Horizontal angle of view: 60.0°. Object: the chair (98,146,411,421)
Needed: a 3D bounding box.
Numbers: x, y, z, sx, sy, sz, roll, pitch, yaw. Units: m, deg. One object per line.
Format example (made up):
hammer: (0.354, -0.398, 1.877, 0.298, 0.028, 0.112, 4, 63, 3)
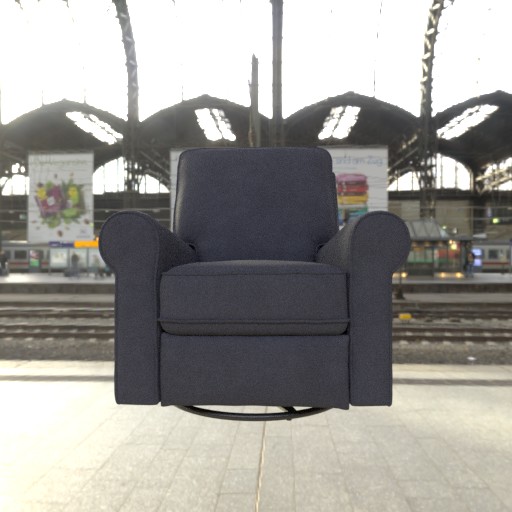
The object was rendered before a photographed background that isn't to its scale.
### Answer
chair: (0.000, 0.000, 1.644, 0.890, 0.961, 0.878, 0, 0, 1)
